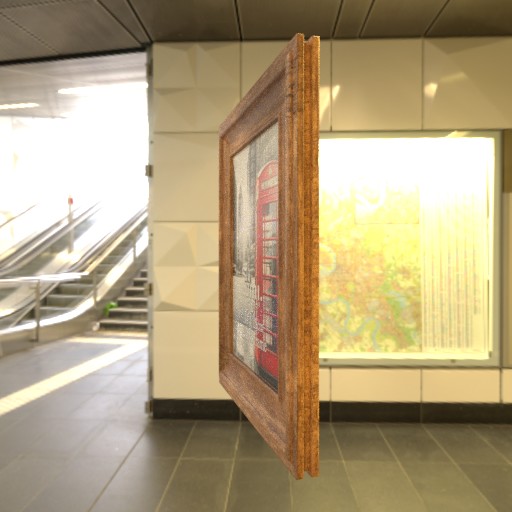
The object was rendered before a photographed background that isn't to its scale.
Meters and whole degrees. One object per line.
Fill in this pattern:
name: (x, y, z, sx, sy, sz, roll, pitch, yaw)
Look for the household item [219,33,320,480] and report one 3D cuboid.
household item: (0.000, 0.000, 0.325, 0.018, 0.237, 0.186, 0, 1, -18)
